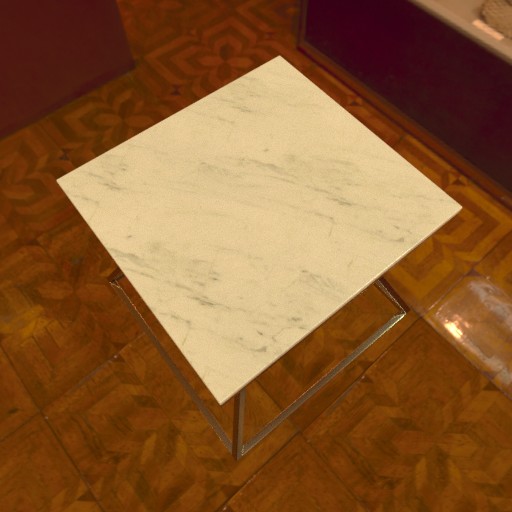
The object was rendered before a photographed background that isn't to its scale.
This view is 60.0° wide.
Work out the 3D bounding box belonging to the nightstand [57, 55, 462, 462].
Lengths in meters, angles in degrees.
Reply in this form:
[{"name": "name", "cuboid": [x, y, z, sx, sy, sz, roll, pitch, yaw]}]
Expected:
[{"name": "nightstand", "cuboid": [0.000, 0.000, 0.875, 0.513, 0.426, 0.514, -35, 68, -17]}]
